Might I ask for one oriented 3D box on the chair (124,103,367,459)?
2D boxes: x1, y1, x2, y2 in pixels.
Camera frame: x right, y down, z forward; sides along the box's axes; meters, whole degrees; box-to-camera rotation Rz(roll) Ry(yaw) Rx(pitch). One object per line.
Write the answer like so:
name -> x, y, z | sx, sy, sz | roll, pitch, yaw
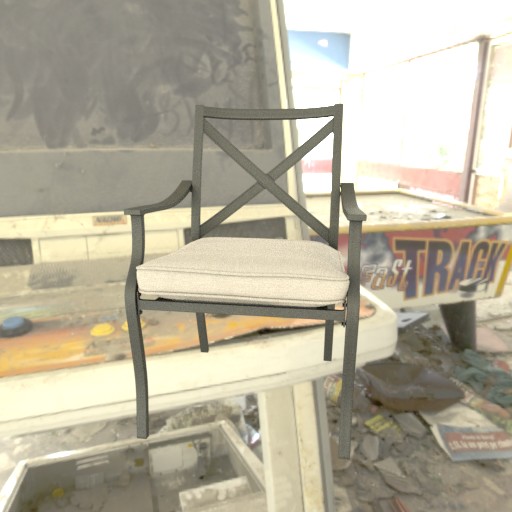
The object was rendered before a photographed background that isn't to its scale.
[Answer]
chair -> 0.000, 0.000, 1.314 | 0.575, 0.889, 0.620 | 2, 15, 8
